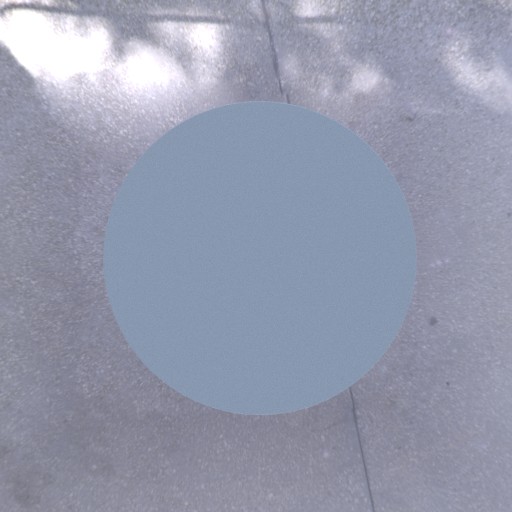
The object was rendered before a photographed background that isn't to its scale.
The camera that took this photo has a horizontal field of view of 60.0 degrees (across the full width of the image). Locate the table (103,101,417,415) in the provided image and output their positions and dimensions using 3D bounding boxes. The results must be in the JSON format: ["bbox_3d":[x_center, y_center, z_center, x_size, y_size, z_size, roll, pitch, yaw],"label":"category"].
[{"bbox_3d":[0.000,0.000,0.744,0.350,0.500,0.350,0,91,-1],"label":"table"}]
